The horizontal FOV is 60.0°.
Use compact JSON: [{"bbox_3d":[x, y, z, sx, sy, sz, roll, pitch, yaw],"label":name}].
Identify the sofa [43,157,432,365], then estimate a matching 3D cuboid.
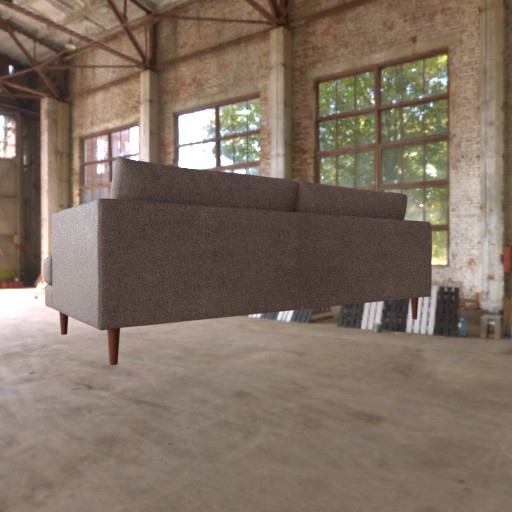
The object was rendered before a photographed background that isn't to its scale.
[{"bbox_3d":[0.000,0.000,2.754,2.250,0.868,1.020,0,1,-36],"label":"sofa"}]
